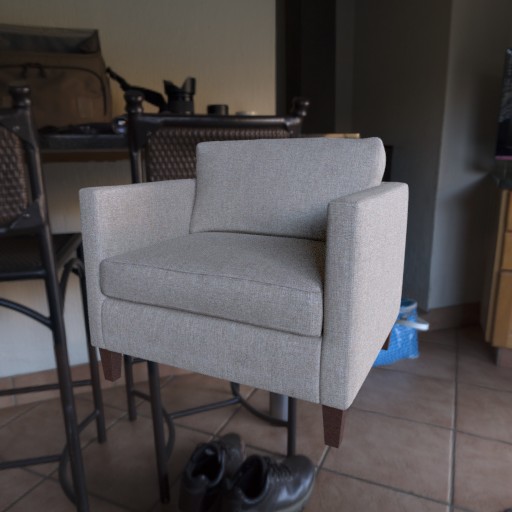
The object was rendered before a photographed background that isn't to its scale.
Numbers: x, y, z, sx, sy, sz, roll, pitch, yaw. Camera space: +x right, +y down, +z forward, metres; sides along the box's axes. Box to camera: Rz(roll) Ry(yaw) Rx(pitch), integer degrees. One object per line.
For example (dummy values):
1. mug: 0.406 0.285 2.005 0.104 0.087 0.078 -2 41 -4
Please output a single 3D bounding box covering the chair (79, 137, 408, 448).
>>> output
1. chair: 0.000 0.000 1.892 1.107 0.987 0.959 6 14 26
